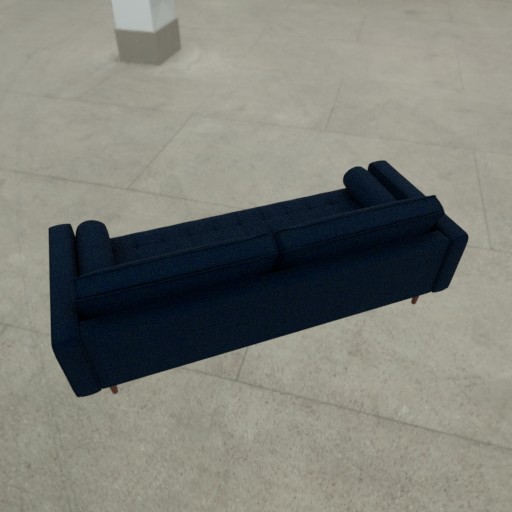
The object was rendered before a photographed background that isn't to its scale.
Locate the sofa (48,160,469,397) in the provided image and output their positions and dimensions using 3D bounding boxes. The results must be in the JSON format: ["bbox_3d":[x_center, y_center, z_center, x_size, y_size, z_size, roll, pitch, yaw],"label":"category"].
[{"bbox_3d":[0.000,0.000,2.614,2.210,0.762,0.914,-14,44,-15],"label":"sofa"}]
